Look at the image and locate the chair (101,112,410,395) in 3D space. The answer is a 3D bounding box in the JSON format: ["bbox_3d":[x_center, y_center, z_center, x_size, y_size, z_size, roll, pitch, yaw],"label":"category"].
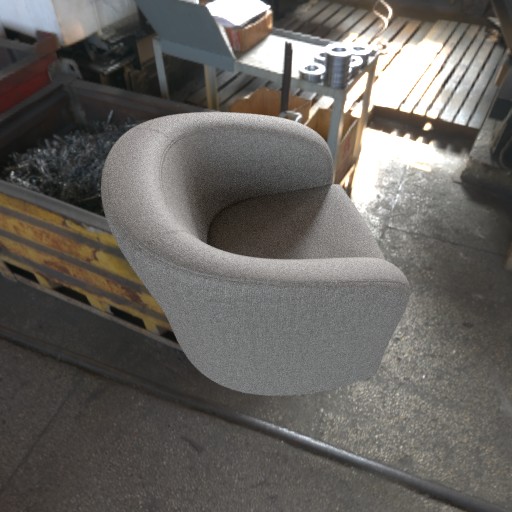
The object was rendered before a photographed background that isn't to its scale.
[{"bbox_3d":[0.000,0.000,1.459,0.815,0.771,0.791,-9,48,-9],"label":"chair"}]
